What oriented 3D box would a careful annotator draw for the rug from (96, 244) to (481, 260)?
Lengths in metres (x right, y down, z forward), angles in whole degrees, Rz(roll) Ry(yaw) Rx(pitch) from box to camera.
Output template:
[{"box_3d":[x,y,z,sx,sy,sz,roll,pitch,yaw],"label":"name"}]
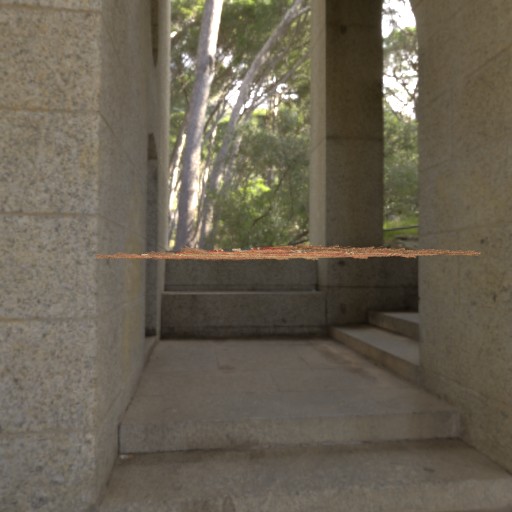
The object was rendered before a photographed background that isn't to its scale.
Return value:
[{"box_3d":[0.000,0.000,3.106,1.778,0.048,2.450,1,-2,-36],"label":"rug"}]
